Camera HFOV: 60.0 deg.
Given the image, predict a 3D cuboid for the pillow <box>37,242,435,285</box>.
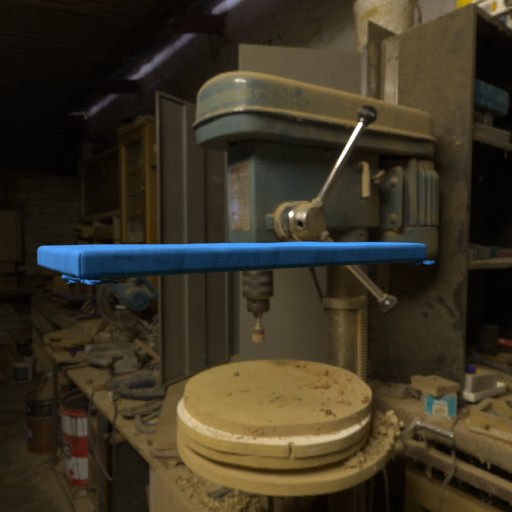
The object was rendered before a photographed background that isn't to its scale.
[{"bbox_3d":[0.000,0.000,1.356,1.187,0.081,0.492,-2,3,-35],"label":"pillow"}]
